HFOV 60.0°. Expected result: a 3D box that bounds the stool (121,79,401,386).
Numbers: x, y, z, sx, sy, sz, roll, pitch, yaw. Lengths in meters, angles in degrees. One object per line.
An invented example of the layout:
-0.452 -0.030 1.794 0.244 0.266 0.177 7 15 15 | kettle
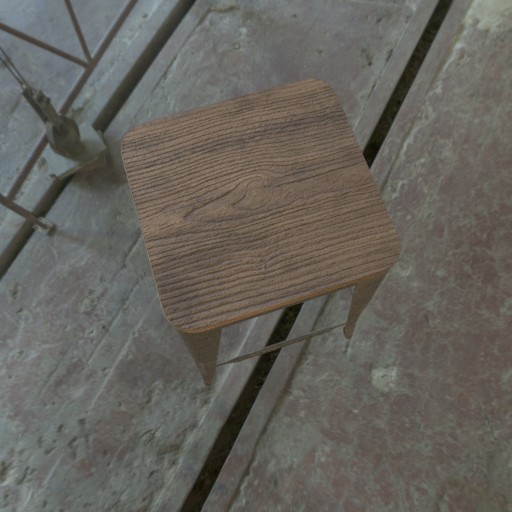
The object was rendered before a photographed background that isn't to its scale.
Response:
0.000 0.000 0.901 0.407 0.607 0.407 -17 74 -5 | stool
